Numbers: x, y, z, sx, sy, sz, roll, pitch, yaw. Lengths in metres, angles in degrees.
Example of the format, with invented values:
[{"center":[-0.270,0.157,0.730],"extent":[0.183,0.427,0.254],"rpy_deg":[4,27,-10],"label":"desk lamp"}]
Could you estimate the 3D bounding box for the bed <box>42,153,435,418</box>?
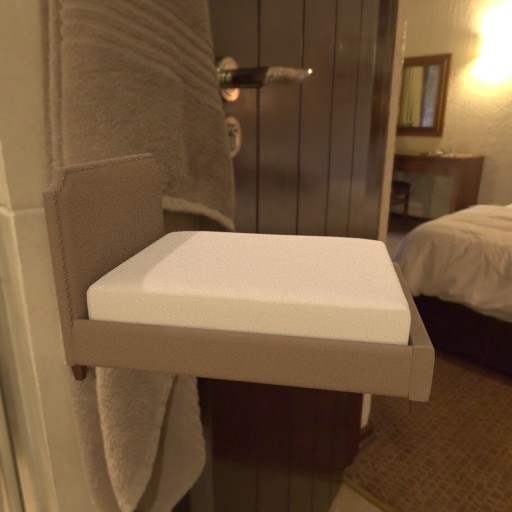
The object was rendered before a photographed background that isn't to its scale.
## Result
[{"center":[0.000,0.000,3.429],"extent":[2.372,1.443,1.713],"rpy_deg":[3,17,10],"label":"bed"}]
